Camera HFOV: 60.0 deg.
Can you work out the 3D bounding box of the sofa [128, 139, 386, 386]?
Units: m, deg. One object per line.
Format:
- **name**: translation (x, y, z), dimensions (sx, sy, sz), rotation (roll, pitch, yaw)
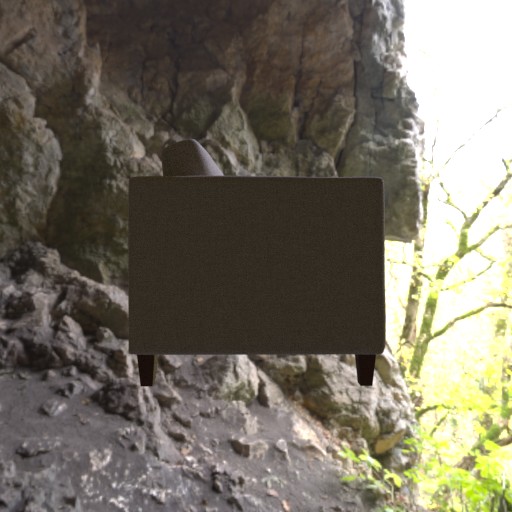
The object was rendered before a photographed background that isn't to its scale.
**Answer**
- **sofa**: translation (0.000, 0.000, 2.488), dimensions (0.951, 0.947, 1.884), rotation (0, 1, 0)
